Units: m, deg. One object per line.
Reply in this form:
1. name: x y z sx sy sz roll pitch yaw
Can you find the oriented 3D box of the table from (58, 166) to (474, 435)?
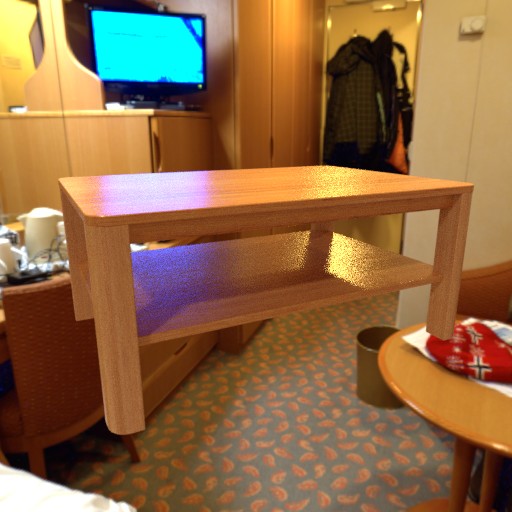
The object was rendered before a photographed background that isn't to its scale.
1. table: 0.000 0.000 1.324 0.997 0.445 0.696 -8 18 -26
